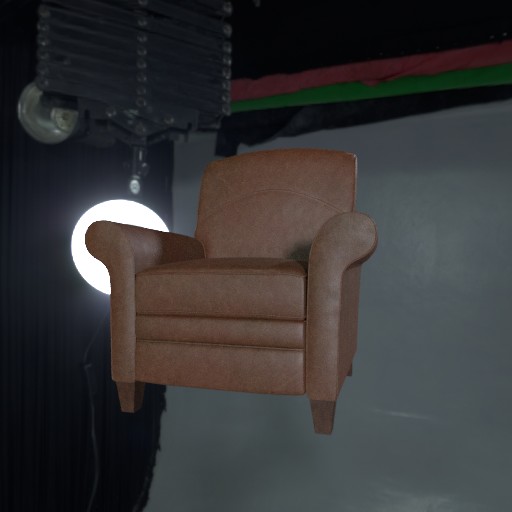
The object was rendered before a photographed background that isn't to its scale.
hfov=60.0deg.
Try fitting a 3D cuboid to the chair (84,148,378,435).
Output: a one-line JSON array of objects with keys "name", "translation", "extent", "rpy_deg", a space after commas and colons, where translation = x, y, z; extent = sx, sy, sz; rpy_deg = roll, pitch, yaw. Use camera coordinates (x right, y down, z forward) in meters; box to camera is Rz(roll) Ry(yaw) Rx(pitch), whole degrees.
[{"name": "chair", "translation": [0.000, 0.000, 1.799], "extent": [0.978, 1.061, 0.902], "rpy_deg": [0, -1, 17]}]
